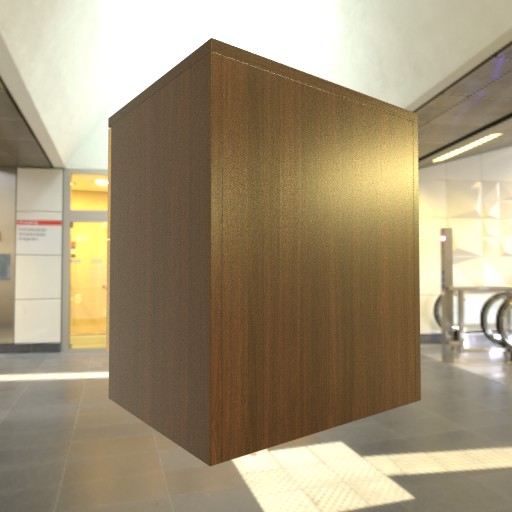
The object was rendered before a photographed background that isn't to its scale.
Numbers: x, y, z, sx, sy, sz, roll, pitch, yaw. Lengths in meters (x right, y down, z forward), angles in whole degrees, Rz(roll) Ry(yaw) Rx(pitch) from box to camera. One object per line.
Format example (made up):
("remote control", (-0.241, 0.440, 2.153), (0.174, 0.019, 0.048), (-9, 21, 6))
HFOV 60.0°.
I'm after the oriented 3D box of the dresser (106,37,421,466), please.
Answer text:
("dresser", (0.000, 0.000, 0.749), (0.400, 0.470, 0.360), (1, -2, -37))
